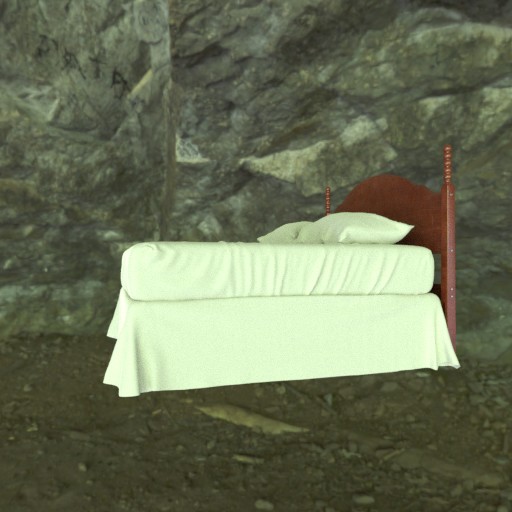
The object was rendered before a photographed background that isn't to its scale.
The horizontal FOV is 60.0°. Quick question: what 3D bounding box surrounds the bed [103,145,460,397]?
[{"bbox_3d":[0.000,0.000,3.174,2.040,1.356,1.873,0,-1,-18],"label":"bed"}]
